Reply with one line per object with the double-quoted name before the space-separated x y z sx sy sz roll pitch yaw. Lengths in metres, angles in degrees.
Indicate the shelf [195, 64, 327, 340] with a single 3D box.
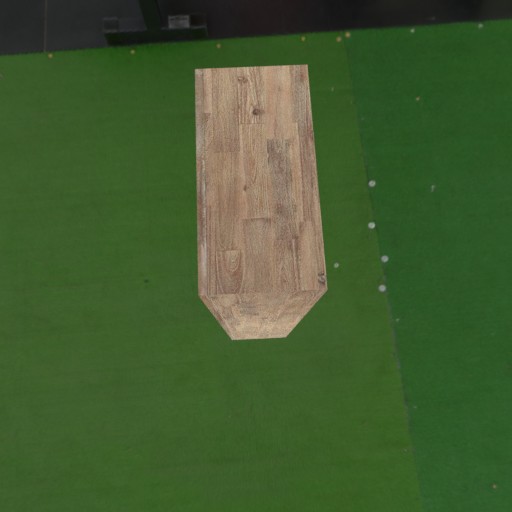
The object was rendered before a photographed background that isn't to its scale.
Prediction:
"shelf" 0.000 0.000 1.539 0.267 1.342 0.491 -3 75 -1
